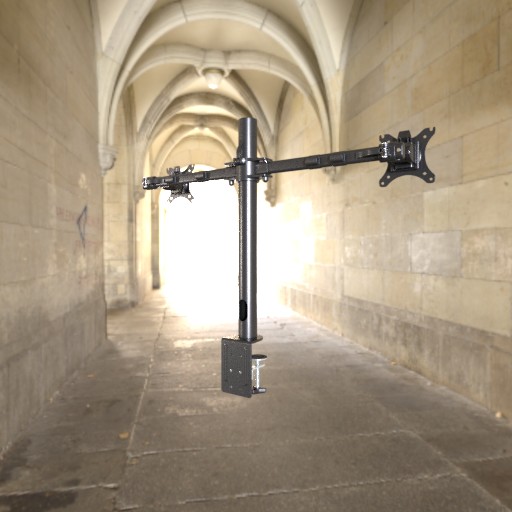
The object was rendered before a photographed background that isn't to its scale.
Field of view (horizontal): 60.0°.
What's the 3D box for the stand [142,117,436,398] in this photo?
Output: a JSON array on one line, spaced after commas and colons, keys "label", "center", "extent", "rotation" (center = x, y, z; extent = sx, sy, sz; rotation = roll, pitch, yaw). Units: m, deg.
[{"label": "stand", "center": [0.000, 0.000, 1.011], "extent": [0.743, 0.603, 0.150], "rotation": [0, 1, 36]}]
